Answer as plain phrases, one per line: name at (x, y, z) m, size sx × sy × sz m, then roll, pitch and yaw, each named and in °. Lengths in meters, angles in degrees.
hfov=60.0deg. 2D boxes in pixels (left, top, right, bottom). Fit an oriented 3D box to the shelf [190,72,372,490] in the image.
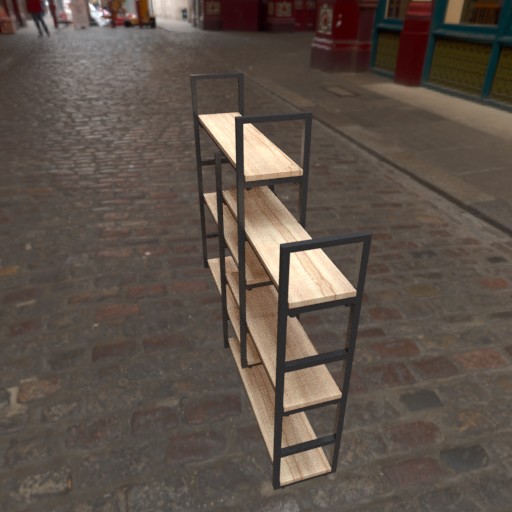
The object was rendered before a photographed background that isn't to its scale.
shelf at (0.000, 0.000, 1.371) m, size 0.183 × 0.921 × 0.946 m, roll -9°, pitch 32°, yaw -14°
